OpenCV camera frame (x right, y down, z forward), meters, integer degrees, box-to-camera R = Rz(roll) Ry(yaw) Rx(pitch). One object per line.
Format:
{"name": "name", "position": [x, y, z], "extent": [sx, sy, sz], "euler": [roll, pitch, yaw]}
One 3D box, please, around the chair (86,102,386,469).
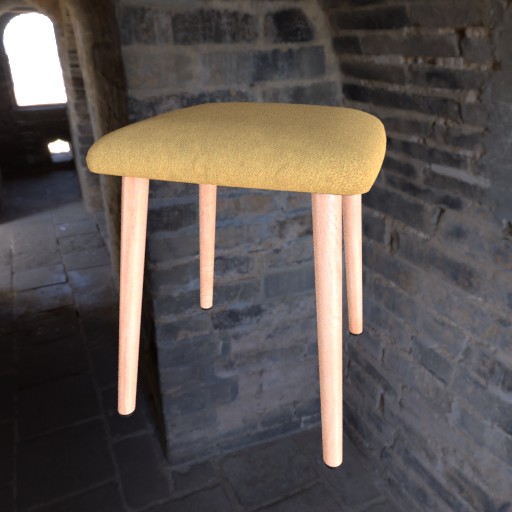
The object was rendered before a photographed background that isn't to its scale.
{"name": "chair", "position": [0.000, 0.000, 0.693], "extent": [0.350, 0.440, 0.350], "euler": [7, 26, 15]}
